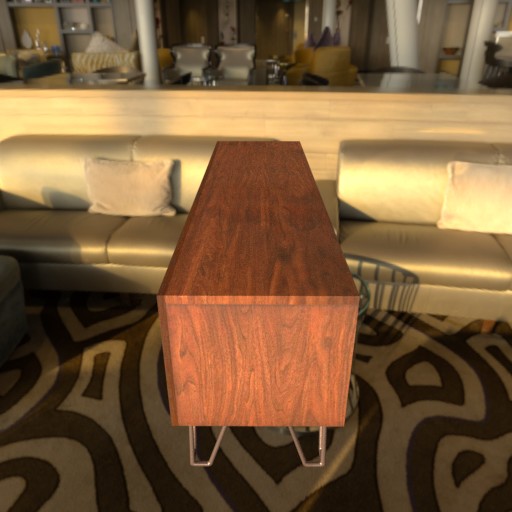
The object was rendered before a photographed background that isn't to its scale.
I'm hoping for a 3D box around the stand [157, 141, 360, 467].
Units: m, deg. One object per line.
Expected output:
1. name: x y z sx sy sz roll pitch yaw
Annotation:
1. stand: 0.000 0.000 1.860 0.481 0.610 1.626 0 26 0
